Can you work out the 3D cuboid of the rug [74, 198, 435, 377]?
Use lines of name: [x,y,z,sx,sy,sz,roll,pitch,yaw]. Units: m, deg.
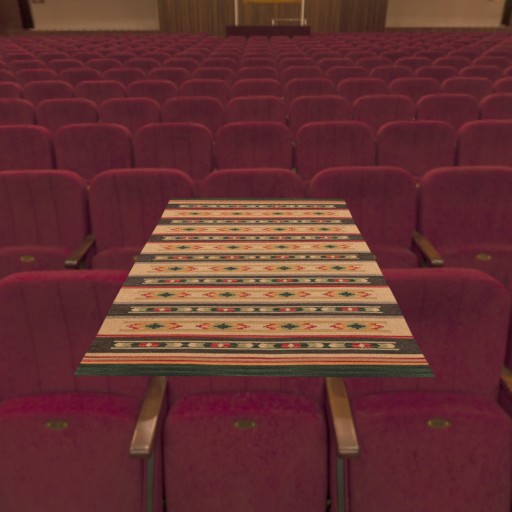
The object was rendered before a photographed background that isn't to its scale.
rug: [0.000,0.000,2.309,1.221,0.009,1.825,0,26,0]
